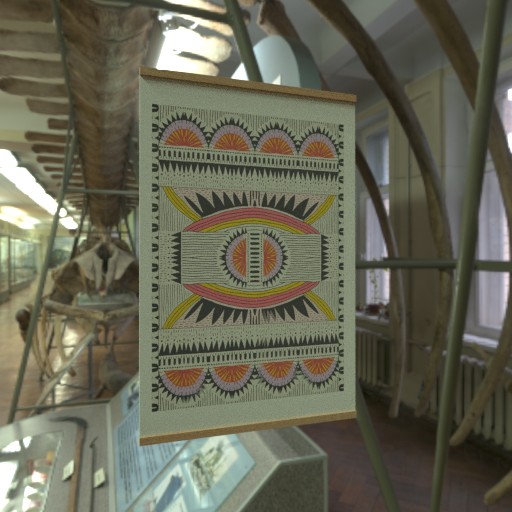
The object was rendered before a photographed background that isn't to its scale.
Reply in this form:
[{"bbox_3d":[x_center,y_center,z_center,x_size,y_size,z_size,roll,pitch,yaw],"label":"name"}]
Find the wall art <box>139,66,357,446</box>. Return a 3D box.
[{"bbox_3d":[0.000,0.000,1.960,0.999,1.533,0.028,0,0,-19],"label":"wall art"}]
